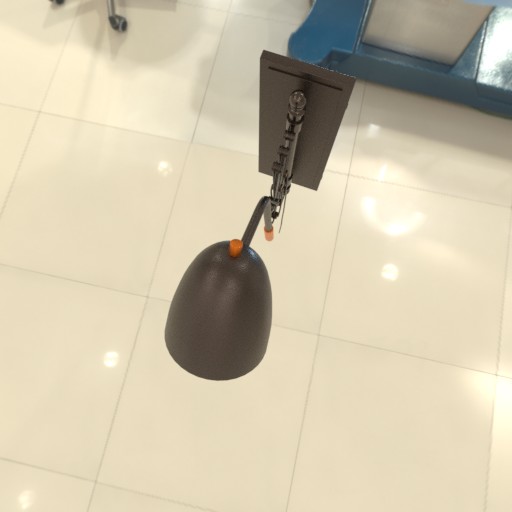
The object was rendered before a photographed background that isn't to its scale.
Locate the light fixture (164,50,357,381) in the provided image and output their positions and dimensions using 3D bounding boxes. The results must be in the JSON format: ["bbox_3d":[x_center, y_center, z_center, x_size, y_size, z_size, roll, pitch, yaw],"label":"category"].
[{"bbox_3d":[0.000,0.000,0.919,0.162,0.715,0.499,19,77,5],"label":"light fixture"}]
